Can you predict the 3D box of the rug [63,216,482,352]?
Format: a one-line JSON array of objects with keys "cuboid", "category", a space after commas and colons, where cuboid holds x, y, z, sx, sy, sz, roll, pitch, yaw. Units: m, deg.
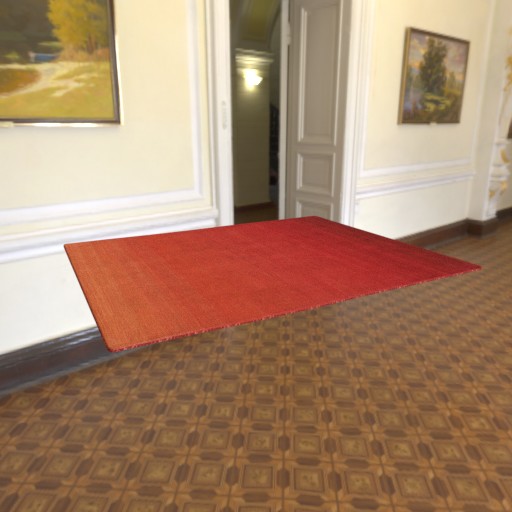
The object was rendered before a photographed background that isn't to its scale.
[{"cuboid": [0.000, 0.000, 3.865, 2.905, 0.028, 2.340, -9, 19, -27], "category": "rug"}]
